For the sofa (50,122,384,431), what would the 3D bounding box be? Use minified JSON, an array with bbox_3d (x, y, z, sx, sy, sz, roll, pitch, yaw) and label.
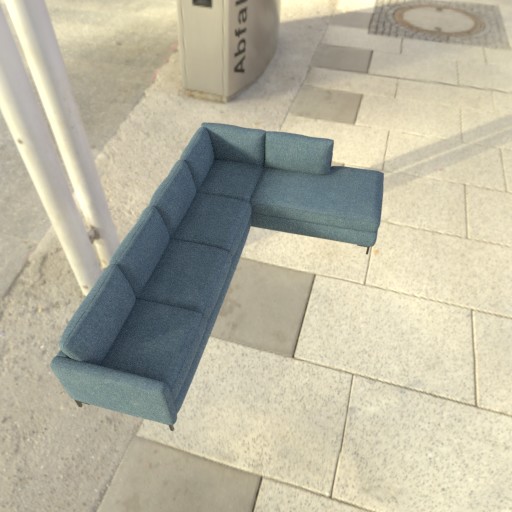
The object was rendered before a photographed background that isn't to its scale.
[{"bbox_3d":[0.000,0.000,3.765,2.007,0.815,2.949,11,48,10],"label":"sofa"}]
